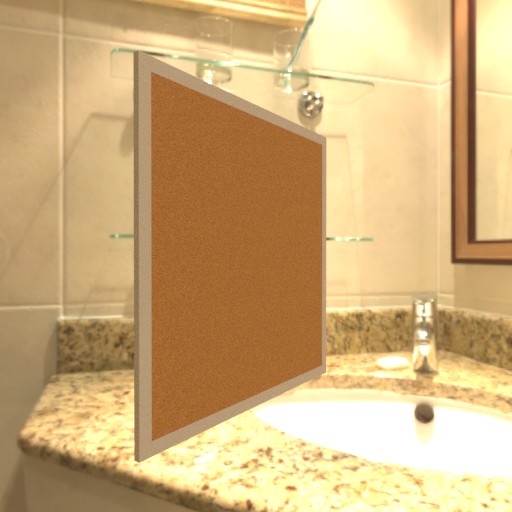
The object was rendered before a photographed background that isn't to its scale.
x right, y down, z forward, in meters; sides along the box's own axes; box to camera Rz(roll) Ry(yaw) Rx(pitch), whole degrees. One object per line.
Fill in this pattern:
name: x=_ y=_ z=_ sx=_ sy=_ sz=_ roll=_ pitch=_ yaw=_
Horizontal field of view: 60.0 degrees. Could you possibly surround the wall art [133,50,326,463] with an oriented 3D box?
wall art: x=0.000 y=0.000 z=0.678 sx=0.009 sy=0.457 sz=0.456 roll=0 pitch=1 yaw=36
